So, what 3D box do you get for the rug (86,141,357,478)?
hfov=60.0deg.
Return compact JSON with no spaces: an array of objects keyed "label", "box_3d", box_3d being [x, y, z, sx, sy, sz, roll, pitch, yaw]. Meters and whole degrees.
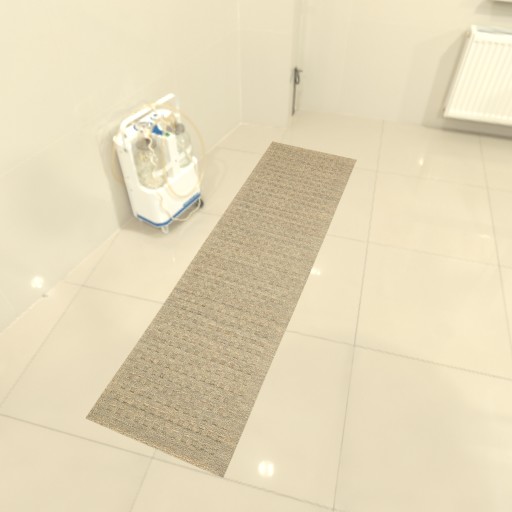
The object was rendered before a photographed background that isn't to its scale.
[{"label":"rug","box_3d":[0.000,0.000,2.688,0.688,0.005,2.437,16,49,15]}]
